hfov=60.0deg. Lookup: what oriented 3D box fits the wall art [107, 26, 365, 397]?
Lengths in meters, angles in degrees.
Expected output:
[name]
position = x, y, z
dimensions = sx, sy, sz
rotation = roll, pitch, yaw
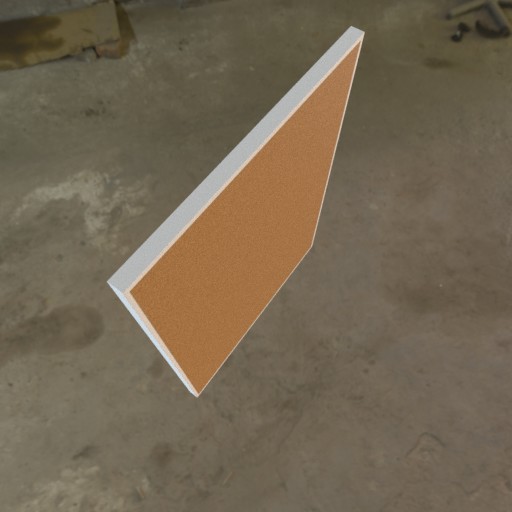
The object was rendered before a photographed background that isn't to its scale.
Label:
[wall art]
position = 0.000, 0.000, 1.344
dimensions = 0.039, 1.050, 0.795
rotation = 33, 68, 15
